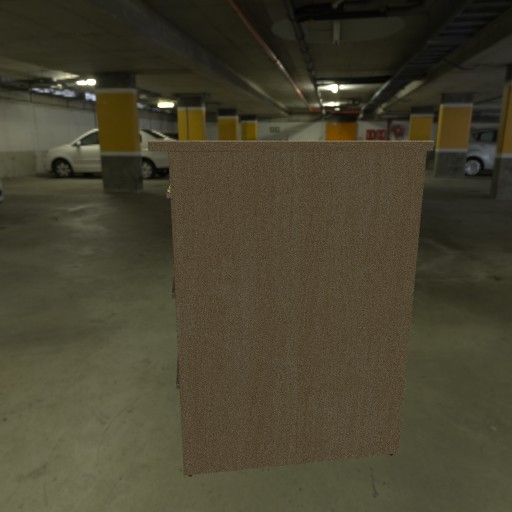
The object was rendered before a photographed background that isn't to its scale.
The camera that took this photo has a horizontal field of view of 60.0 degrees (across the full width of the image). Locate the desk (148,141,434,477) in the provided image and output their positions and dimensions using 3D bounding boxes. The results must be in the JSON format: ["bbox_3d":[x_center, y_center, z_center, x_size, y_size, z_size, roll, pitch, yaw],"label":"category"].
[{"bbox_3d":[0.000,0.000,1.465,0.560,0.735,1.097,-2,15,-8],"label":"desk"}]
